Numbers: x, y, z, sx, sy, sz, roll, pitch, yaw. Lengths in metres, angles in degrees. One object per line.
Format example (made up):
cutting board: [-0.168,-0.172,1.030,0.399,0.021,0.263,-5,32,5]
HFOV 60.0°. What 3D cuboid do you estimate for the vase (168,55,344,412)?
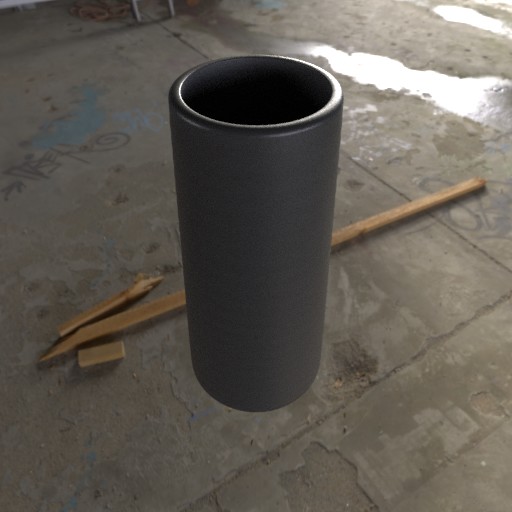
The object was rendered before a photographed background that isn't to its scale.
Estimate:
vase: [0.000,0.000,0.369,0.136,0.289,0.136,-9,46,-9]
